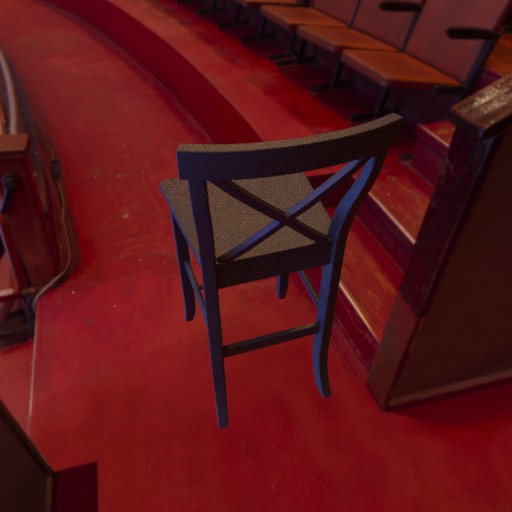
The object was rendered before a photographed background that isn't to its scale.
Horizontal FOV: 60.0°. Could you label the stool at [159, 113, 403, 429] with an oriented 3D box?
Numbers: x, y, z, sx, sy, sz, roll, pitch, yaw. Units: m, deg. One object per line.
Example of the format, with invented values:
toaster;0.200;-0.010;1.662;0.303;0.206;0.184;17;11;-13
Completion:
stool;0.000;0.000;1.299;0.452;0.989;0.559;-12;42;-14
